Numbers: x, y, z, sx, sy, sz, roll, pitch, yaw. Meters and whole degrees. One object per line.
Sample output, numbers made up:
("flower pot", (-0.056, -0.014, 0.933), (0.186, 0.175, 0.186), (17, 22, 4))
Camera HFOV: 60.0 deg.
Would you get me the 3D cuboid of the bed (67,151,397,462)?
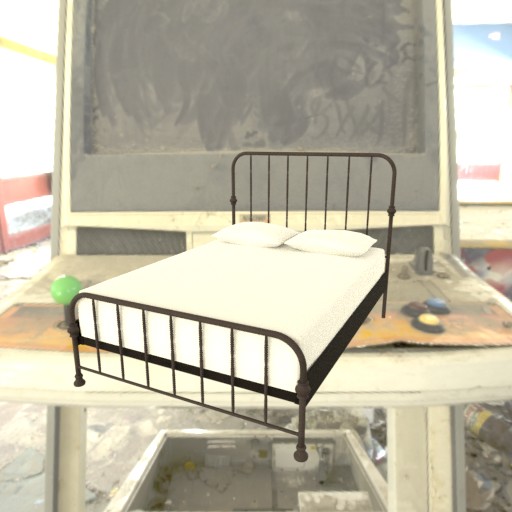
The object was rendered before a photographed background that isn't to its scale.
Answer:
("bed", (0.000, 0.000, 3.266), (1.616, 1.446, 2.134), (7, 16, 26))
